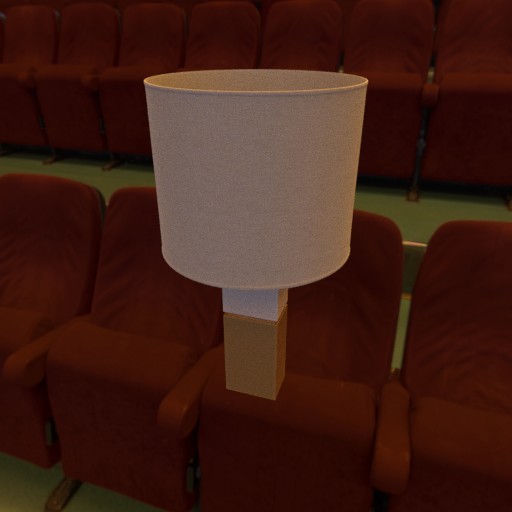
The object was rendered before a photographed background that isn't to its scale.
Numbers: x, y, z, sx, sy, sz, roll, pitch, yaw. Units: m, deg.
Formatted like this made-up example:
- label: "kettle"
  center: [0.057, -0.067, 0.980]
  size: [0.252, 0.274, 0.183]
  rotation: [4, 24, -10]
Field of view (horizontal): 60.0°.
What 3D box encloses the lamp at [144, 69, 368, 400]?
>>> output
- label: "lamp"
  center: [0.000, 0.000, 0.558]
  size: [0.229, 0.417, 0.229]
  rotation: [8, 28, 16]
